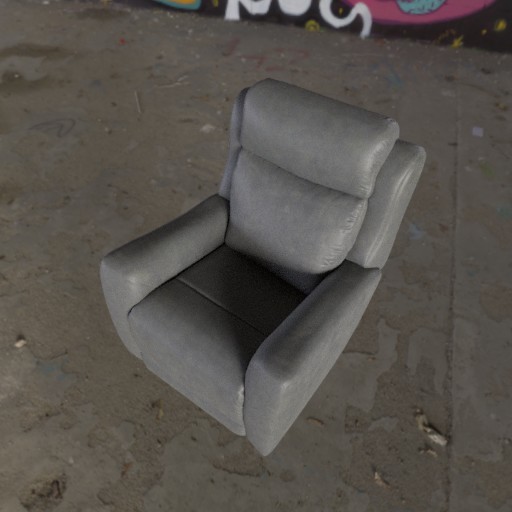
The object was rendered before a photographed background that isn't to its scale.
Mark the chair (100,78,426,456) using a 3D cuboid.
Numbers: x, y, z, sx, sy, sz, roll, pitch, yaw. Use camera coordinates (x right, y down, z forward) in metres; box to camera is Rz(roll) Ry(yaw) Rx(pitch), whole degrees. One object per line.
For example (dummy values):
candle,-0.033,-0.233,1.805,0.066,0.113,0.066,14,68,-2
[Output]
chair,0.000,0.000,1.930,0.967,1.116,1.068,29,54,24
